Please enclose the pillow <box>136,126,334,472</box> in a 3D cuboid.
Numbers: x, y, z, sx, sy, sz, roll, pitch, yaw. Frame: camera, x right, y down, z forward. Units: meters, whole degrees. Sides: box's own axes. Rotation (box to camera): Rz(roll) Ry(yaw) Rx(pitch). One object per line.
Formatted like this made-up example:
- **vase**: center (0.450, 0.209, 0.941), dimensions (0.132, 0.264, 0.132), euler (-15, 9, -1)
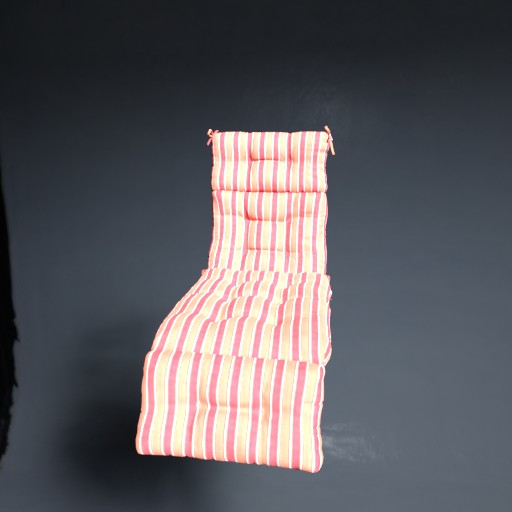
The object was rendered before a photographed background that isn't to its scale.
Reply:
- **pillow**: center (0.000, 0.000, 1.486), dimensions (0.526, 0.863, 1.016), euler (2, 15, 8)
